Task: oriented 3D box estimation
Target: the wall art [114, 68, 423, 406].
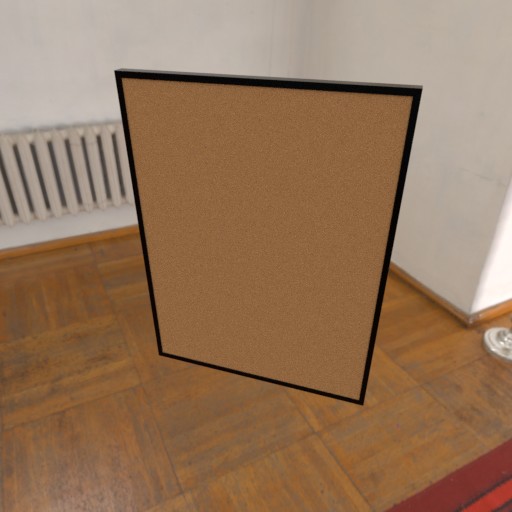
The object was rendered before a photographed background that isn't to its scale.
[{"bbox_3d":[0.000,0.000,1.400,0.805,1.062,0.040,10,33,15],"label":"wall art"}]
